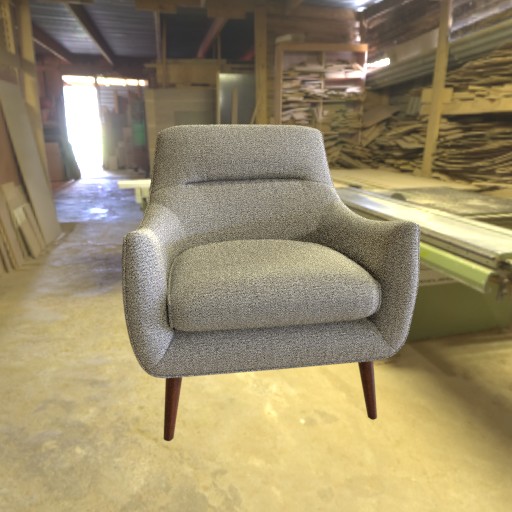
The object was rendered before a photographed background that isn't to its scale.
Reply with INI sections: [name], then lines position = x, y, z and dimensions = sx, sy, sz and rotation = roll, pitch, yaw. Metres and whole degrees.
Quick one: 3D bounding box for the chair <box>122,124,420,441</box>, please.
[chair]
position = 0.000, 0.000, 1.457
dimensions = 0.762, 0.838, 0.787
rotation = -2, 16, -9
